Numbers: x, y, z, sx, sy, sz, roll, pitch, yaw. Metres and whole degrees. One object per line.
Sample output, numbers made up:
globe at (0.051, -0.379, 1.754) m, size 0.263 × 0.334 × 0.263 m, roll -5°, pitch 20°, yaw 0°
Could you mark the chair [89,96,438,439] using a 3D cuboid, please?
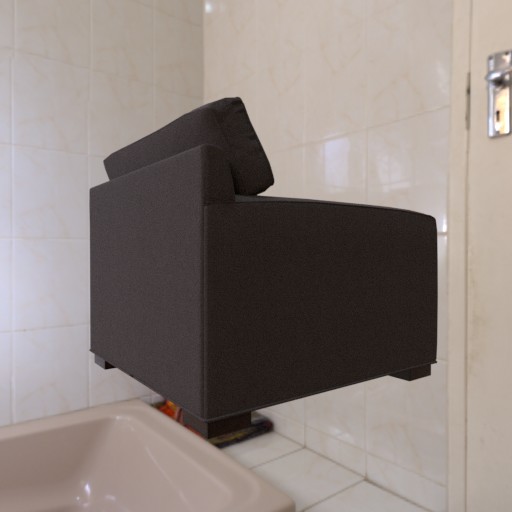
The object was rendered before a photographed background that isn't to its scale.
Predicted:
chair at (0.000, 0.000, 1.798) m, size 1.043 × 0.913 × 0.997 m, roll 0°, pitch 1°, yaw -36°
